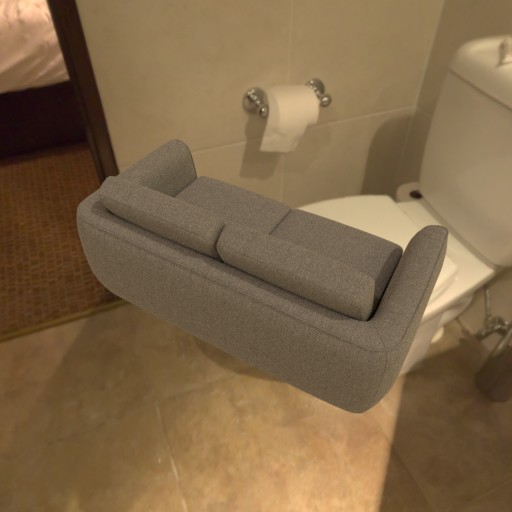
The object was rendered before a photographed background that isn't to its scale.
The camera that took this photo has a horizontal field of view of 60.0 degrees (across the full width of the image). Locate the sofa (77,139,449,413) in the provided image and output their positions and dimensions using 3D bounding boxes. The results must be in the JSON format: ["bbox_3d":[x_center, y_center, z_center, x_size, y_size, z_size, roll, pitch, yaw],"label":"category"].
[{"bbox_3d":[0.000,0.000,2.286,1.700,0.870,0.920,23,49,21],"label":"sofa"}]
